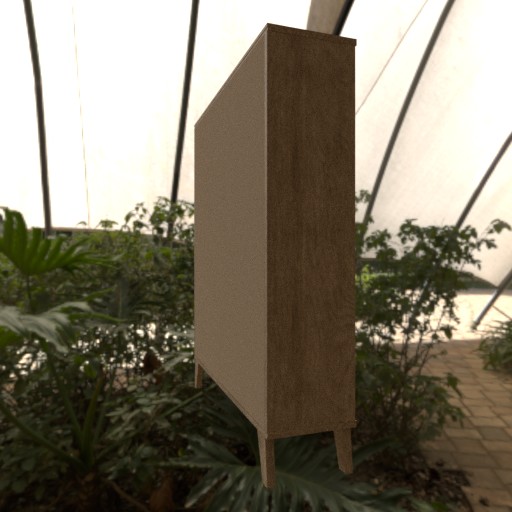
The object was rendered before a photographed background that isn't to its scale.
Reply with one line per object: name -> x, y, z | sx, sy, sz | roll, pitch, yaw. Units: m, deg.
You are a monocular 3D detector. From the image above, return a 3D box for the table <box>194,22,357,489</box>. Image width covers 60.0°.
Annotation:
table -> 0.000, 0.000, 1.545 | 0.256, 1.135, 0.902 | 0, 0, -19
